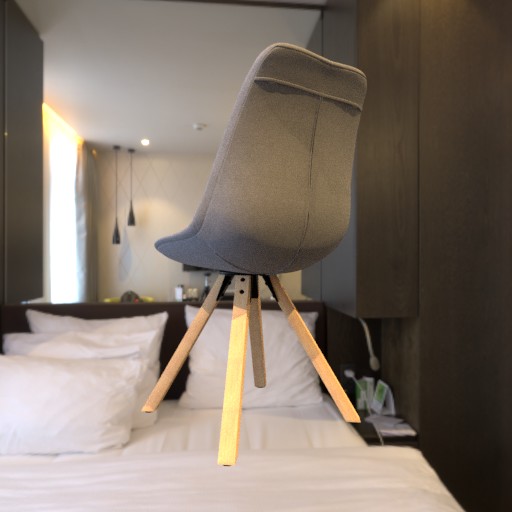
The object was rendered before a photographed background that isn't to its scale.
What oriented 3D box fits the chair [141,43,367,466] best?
[{"bbox_3d":[0.000,0.000,1.171,0.474,0.863,0.549,0,0,-36],"label":"chair"}]
